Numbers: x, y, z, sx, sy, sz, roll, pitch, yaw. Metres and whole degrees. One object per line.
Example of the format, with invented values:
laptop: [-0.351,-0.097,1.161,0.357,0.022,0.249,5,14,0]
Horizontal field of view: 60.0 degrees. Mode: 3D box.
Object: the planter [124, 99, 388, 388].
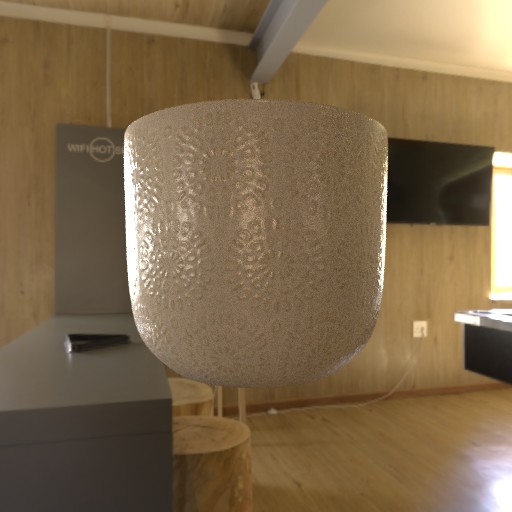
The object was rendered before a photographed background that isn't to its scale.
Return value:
planter: [0.000,0.000,0.298,0.170,0.152,0.170,0,0,0]
